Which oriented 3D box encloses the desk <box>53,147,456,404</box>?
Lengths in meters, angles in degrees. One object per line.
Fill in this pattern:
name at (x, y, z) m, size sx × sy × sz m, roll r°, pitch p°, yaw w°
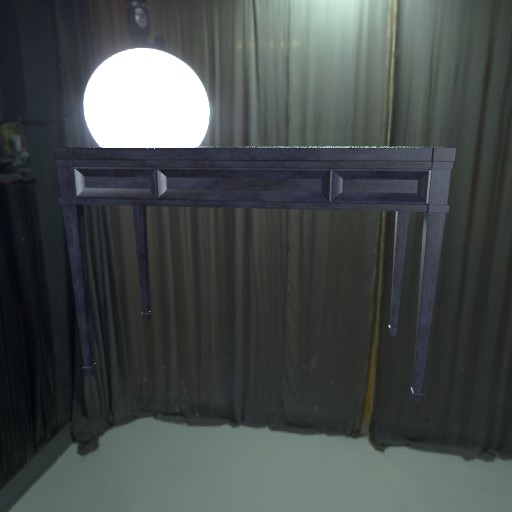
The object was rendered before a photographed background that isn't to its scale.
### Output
desk at (0.000, 0.000, 1.803) m, size 1.289 × 0.861 × 0.630 m, roll 2°, pitch 14°, yaw 8°
